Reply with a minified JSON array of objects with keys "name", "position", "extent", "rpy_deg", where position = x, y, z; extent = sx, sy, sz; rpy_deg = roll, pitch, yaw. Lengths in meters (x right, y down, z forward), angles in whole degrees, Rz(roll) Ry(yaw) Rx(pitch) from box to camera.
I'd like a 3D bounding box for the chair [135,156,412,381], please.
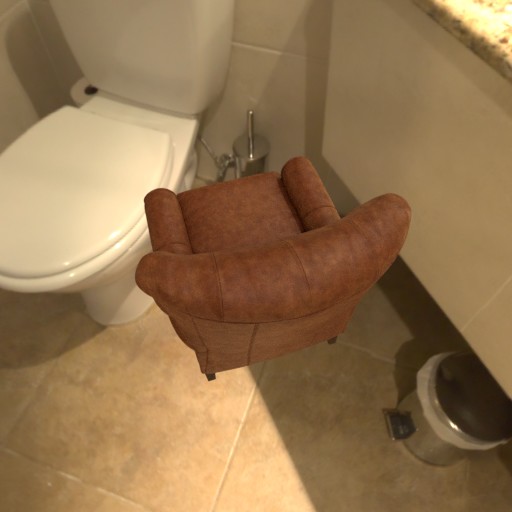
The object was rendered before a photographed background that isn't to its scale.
[{"name":"chair","position":[0.000,0.000,1.985],"extent":[0.951,1.164,1.059],"rpy_deg":[-15,59,-9]}]
